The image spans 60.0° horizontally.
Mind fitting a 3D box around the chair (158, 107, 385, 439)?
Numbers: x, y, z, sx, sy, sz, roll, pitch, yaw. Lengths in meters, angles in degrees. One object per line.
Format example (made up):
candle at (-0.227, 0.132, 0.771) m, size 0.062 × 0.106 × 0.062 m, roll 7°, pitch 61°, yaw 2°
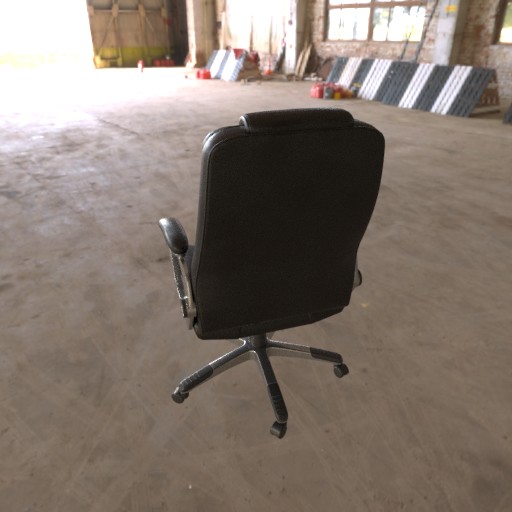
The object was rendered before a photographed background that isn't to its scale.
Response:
chair at (0.000, 0.000, 1.560) m, size 0.697 × 1.075 × 0.689 m, roll -9°, pitch 28°, yaw -16°
